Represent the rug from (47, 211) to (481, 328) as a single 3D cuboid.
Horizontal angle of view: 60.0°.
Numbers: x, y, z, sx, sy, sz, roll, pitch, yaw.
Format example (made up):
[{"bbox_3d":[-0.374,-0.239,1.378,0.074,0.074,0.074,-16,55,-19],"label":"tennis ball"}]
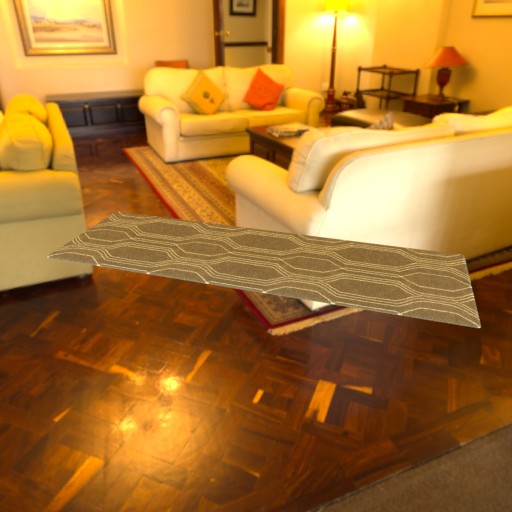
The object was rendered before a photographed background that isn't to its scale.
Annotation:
[{"bbox_3d":[0.000,0.000,2.742,2.464,0.012,0.773,8,29,15],"label":"rug"}]
